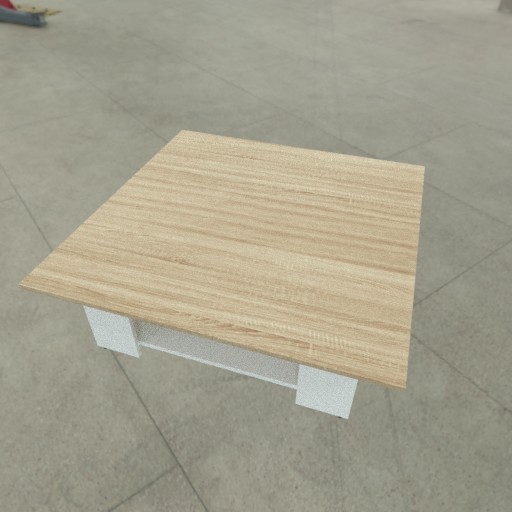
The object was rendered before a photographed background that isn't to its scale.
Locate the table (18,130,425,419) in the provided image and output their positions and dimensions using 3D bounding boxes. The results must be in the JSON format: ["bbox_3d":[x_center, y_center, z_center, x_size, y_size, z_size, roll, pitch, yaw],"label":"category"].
[{"bbox_3d":[0.000,0.000,1.360,0.890,0.305,0.890,12,42,14],"label":"table"}]
